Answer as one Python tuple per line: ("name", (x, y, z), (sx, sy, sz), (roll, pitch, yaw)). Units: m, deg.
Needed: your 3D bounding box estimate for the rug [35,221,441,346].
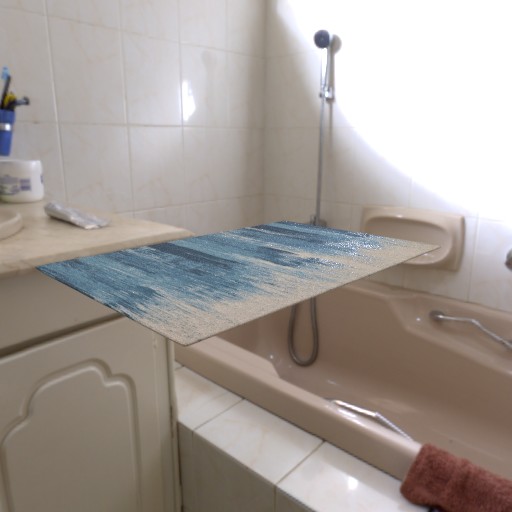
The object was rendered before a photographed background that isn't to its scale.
("rug", (0.000, 0.000, 2.361), (1.232, 0.009, 1.836), (14, 20, 43))
